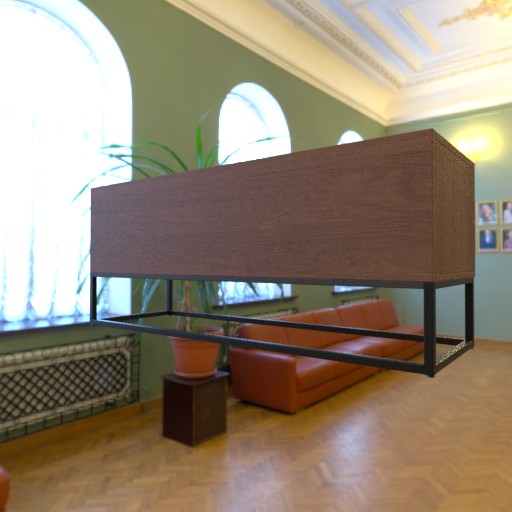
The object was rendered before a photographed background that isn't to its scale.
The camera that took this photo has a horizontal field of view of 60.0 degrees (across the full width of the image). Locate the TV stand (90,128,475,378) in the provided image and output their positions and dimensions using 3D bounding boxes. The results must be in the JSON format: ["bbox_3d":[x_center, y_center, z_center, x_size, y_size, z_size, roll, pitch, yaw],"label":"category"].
[{"bbox_3d":[0.000,0.000,1.411,1.200,0.500,0.415,-1,-1,37],"label":"TV stand"}]
